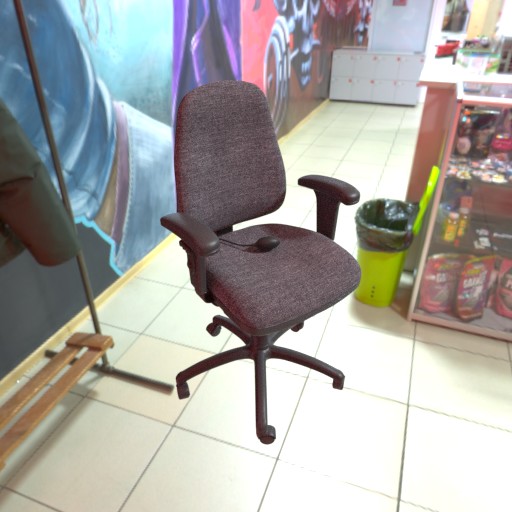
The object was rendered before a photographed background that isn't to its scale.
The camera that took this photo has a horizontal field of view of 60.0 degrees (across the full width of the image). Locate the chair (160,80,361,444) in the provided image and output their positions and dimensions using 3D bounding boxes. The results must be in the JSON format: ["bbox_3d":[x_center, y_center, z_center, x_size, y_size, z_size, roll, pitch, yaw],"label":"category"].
[{"bbox_3d":[0.000,0.000,1.277,0.550,0.910,0.530,-21,36,-31],"label":"chair"}]
